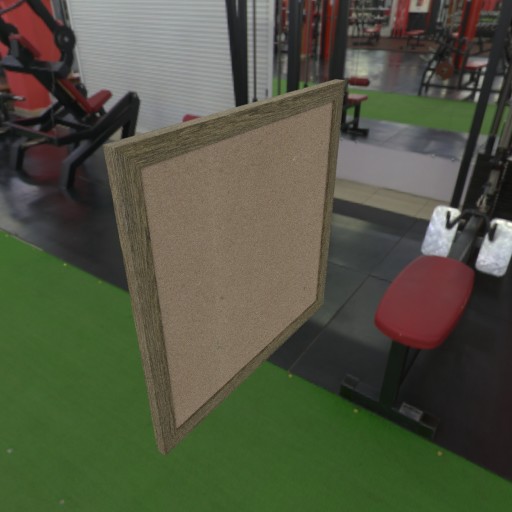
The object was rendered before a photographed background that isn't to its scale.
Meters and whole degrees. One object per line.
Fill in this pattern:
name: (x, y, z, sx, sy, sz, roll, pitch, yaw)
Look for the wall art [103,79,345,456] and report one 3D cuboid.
wall art: (0.000, 0.000, 0.766, 0.019, 0.508, 0.508, 21, 37, 31)
